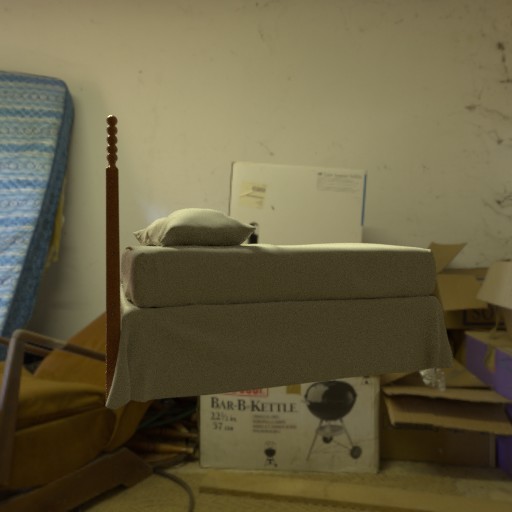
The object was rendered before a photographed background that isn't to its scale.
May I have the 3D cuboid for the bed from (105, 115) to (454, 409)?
[{"bbox_3d":[0.000,0.000,3.168,2.040,1.356,1.873,0,1,-19],"label":"bed"}]
